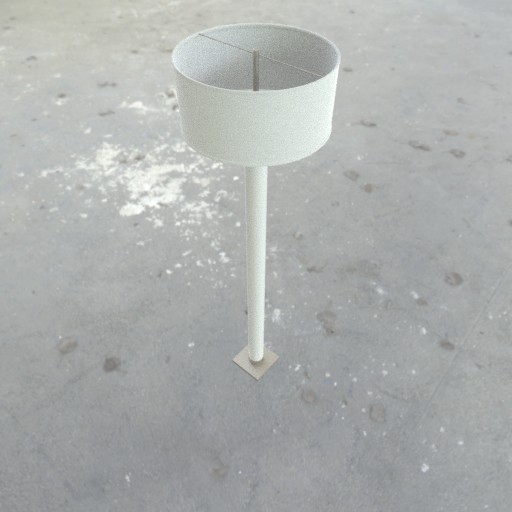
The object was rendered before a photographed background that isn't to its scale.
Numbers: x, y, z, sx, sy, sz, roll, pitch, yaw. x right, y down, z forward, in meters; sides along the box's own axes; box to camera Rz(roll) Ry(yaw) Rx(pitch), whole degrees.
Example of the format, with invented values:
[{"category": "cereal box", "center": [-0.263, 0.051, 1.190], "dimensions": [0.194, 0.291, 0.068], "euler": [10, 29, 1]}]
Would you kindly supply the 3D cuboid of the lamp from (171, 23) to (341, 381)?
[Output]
[{"category": "lamp", "center": [0.000, 0.000, 1.626], "dimensions": [0.420, 1.475, 0.420], "euler": [32, 54, 27]}]
